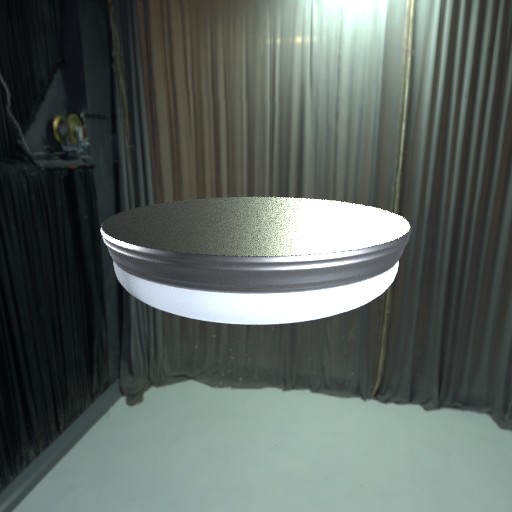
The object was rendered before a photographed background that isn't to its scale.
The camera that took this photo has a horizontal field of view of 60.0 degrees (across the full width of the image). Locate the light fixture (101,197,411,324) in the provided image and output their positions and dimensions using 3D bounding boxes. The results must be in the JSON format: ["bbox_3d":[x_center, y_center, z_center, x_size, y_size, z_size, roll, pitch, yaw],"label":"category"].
[{"bbox_3d":[0.000,0.000,0.566,0.368,0.100,0.368,0,15,0],"label":"light fixture"}]
